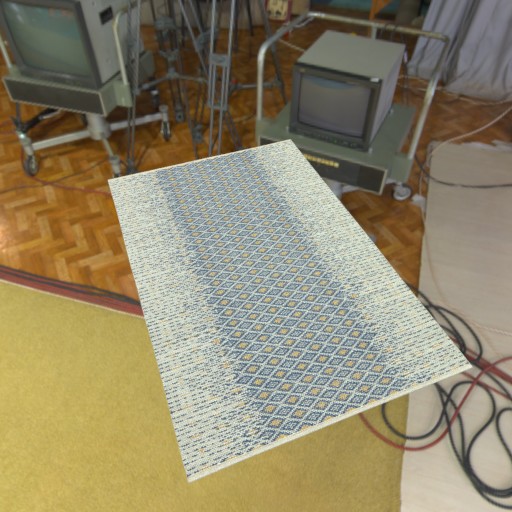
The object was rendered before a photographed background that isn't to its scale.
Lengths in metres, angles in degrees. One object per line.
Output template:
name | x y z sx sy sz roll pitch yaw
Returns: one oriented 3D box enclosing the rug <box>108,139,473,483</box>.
rug | 0.000 0.000 2.266 1.219 0.005 1.828 -16 49 -14
